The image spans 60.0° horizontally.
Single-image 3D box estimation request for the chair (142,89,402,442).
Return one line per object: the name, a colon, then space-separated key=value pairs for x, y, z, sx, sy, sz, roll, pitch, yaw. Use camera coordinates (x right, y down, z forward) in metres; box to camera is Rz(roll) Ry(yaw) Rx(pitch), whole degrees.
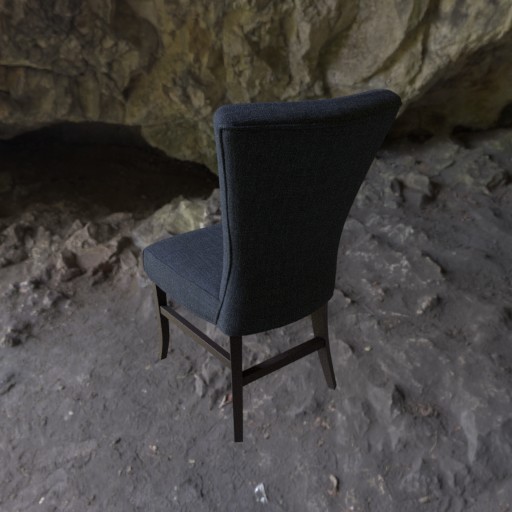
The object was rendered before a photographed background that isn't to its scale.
chair: x=0.000 y=0.000 z=1.372 sx=0.520 sy=0.991 sz=0.660 roll=-18 pitch=32 yaw=-30
